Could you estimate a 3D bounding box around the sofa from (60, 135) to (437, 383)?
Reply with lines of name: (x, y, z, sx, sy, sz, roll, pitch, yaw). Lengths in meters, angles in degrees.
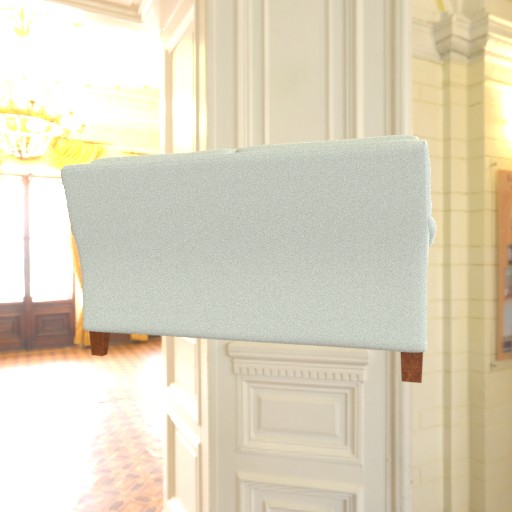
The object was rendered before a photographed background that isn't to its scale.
sofa: (0.000, 0.000, 2.509, 1.853, 1.101, 1.084, 0, 1, 18)
